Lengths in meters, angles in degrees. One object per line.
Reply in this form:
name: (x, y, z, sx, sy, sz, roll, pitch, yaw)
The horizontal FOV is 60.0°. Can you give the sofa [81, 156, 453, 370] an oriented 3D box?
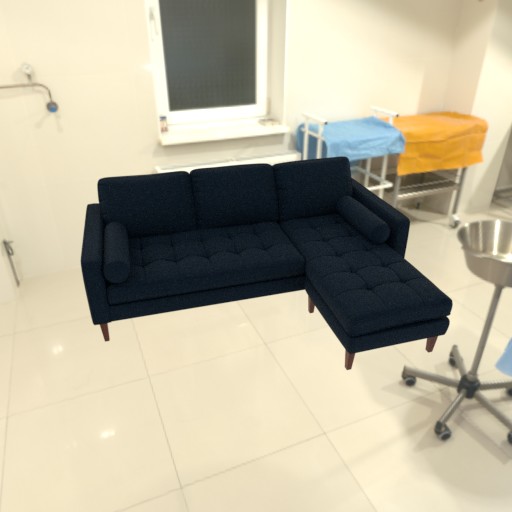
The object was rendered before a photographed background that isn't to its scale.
sofa: (0.000, 0.000, 2.964, 2.185, 0.841, 1.613, -8, 30, -14)
